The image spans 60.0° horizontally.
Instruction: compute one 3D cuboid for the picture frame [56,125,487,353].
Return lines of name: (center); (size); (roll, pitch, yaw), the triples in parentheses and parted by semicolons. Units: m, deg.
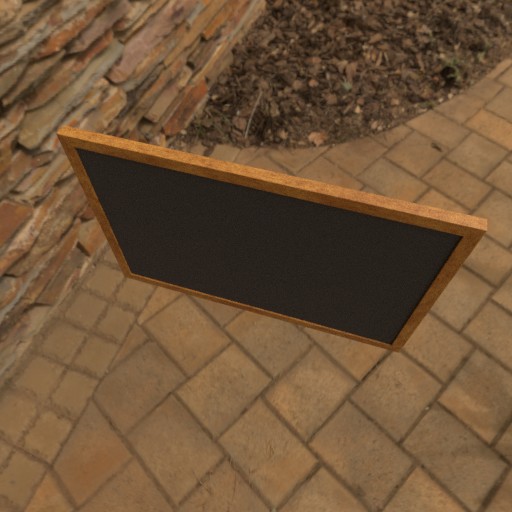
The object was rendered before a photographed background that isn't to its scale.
picture frame: (0.000, 0.000, 1.178); (0.922, 0.621, 0.029); (14, 58, 9)
